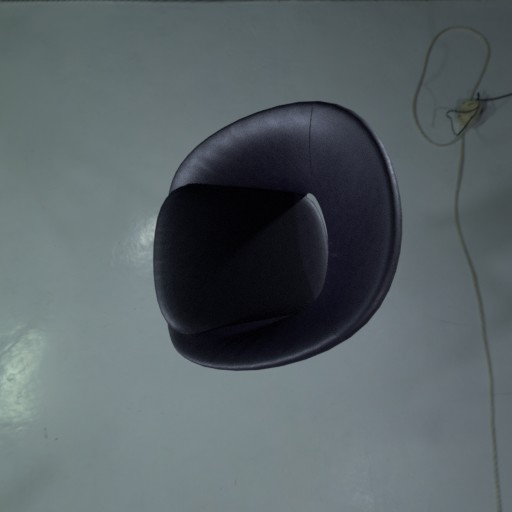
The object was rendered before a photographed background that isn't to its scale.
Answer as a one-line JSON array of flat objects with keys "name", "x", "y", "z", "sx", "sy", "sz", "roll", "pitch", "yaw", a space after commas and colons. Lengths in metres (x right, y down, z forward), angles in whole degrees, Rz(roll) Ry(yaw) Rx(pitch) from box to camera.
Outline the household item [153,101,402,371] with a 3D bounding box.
[{"name": "household item", "x": 0.000, "y": 0.000, "z": 1.255, "sx": 0.573, "sy": 0.852, "sz": 0.623, "roll": -3, "pitch": 76, "yaw": -1}]
